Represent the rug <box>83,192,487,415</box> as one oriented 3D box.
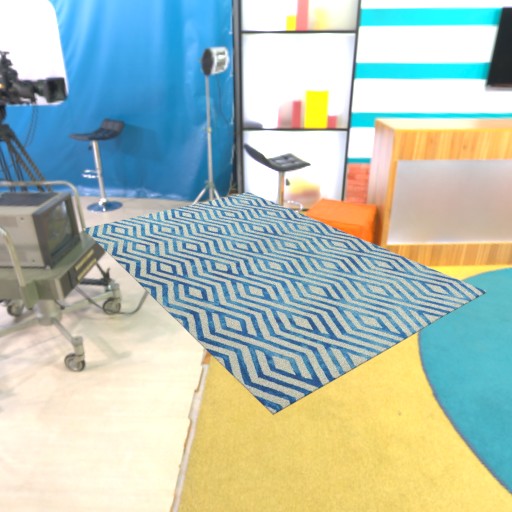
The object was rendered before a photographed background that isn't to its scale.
[{"bbox_3d":[0.000,0.000,2.317,1.225,0.008,1.830,-18,31,-32],"label":"rug"}]
